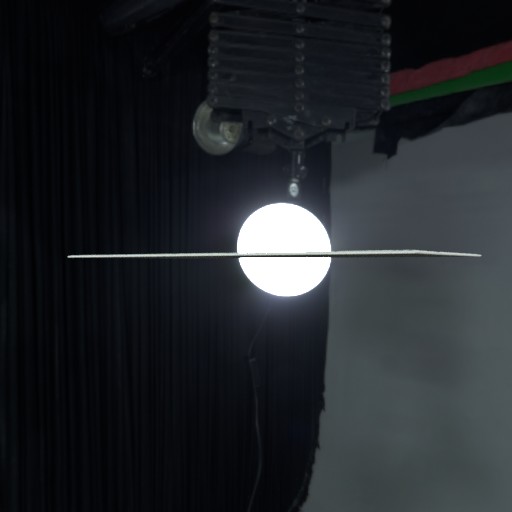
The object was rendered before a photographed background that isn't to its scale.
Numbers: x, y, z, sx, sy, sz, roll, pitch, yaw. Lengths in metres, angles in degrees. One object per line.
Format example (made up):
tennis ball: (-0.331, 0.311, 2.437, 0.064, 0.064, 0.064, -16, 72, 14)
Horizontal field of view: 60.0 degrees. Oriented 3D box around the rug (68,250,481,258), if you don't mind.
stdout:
rug: (0.000, 0.000, 1.441, 1.220, 0.007, 0.605, -1, -1, 37)
